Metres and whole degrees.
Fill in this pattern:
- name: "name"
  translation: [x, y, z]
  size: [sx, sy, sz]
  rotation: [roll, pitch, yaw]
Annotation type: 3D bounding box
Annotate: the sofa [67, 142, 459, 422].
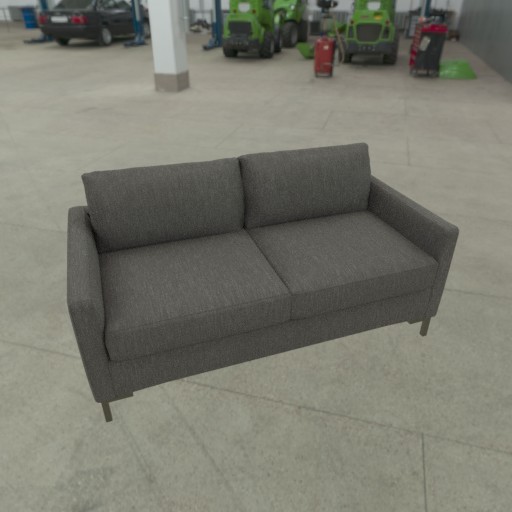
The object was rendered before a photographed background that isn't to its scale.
- name: "sofa"
  translation: [0.000, 0.000, 2.171]
  size: [1.682, 0.840, 0.875]
  rotation: [-10, 33, -17]
